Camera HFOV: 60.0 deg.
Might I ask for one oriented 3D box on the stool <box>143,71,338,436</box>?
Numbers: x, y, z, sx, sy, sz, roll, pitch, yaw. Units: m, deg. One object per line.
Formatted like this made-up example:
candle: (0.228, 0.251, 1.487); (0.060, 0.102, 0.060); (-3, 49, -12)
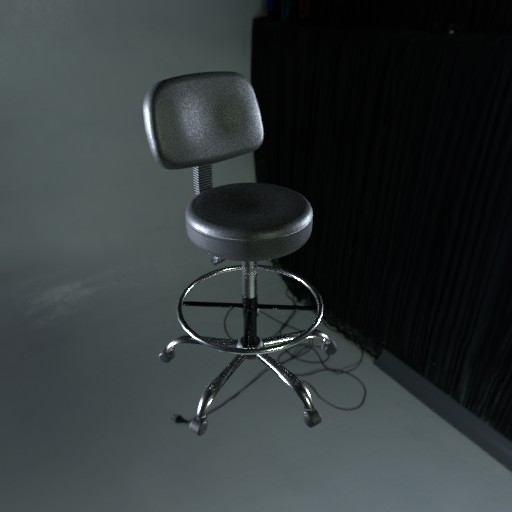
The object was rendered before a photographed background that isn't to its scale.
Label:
stool: (0.000, 0.000, 1.463); (0.694, 1.069, 0.658); (-22, 37, -33)
